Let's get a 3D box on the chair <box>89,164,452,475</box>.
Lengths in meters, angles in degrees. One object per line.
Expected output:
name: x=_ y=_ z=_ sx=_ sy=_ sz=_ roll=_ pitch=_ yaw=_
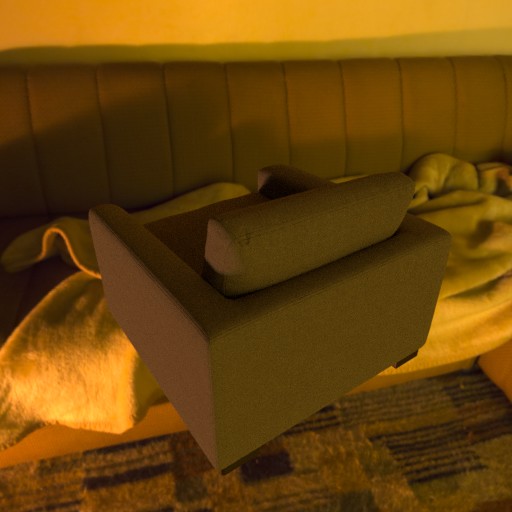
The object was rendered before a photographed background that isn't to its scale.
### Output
chair: x=0.000 y=0.000 z=1.884 sx=1.070 sy=0.847 sz=1.100 roll=-19 pitch=36 yaw=-29
